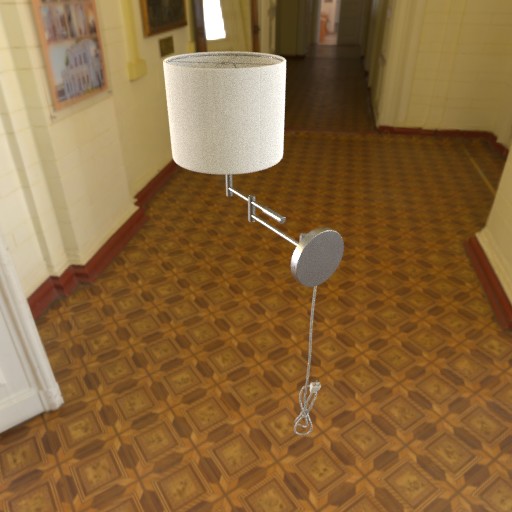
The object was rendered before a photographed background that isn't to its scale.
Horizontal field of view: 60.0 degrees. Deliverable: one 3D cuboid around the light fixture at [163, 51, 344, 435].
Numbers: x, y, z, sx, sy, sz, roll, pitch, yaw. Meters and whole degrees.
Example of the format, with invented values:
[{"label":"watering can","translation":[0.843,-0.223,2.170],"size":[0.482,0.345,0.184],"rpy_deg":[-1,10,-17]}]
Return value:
[{"label":"light fixture","translation":[0.000,0.000,1.058],"size":[0.253,0.842,0.479],"rpy_deg":[-20,37,-29]}]
